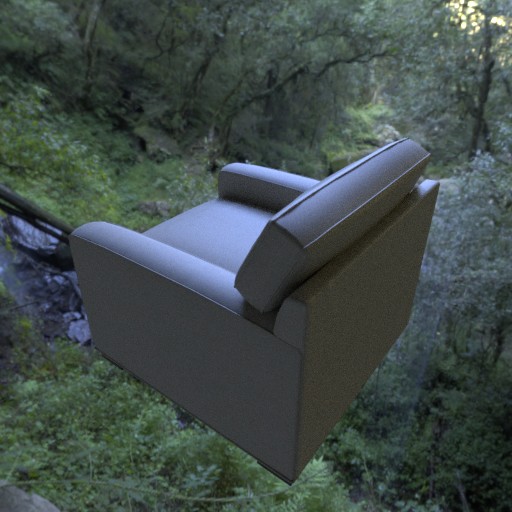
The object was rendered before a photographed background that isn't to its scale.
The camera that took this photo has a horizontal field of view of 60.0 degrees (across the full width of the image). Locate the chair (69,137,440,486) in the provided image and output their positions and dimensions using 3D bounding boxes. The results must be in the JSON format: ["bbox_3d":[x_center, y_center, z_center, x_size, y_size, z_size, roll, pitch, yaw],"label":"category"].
[{"bbox_3d":[0.000,0.000,1.782,1.043,0.913,0.998,21,37,31],"label":"chair"}]
